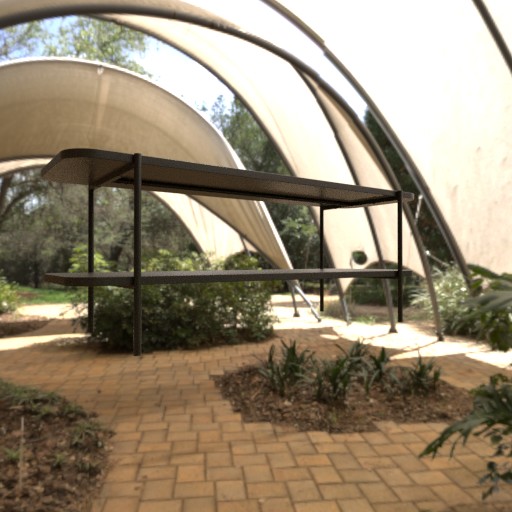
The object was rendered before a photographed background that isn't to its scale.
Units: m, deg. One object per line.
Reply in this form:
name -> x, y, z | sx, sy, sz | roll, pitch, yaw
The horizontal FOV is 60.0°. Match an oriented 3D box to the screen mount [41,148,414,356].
screen mount -> 0.000, 0.000, 1.399 | 1.200, 0.447, 0.400 | 0, -1, -35
